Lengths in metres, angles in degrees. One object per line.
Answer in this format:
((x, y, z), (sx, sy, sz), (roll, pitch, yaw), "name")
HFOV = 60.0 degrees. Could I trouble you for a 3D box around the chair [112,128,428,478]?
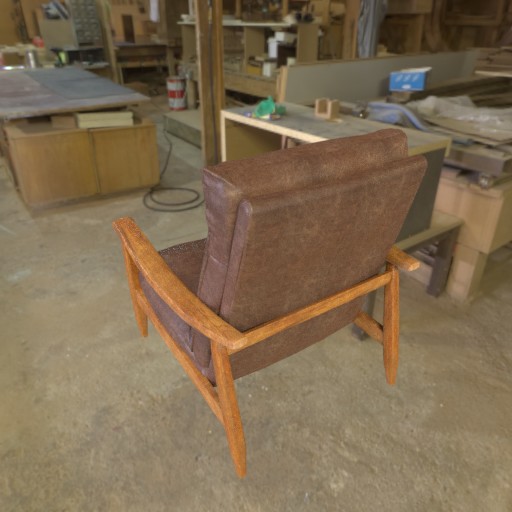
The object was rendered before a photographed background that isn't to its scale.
((0.000, 0.000, 1.522), (0.782, 0.897, 0.830), (-18, 34, -29), "chair")
